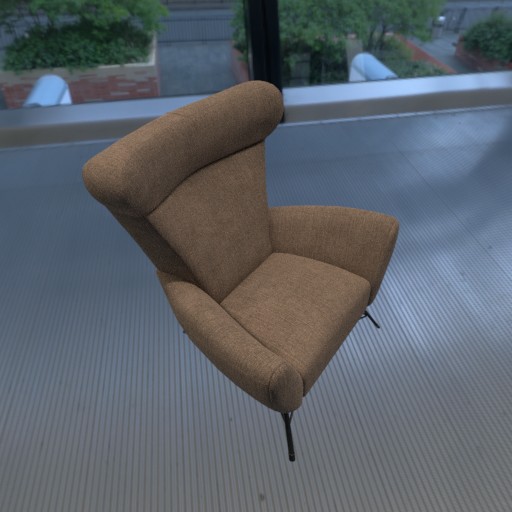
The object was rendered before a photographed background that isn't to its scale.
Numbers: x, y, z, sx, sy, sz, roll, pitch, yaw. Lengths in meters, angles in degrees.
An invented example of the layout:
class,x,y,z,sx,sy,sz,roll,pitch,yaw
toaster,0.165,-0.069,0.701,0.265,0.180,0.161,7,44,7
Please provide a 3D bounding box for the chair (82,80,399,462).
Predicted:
class,x,y,z,sx,sy,sz,roll,pitch,yaw
chair,0.000,0.000,1.761,0.900,1.040,0.980,25,46,26
